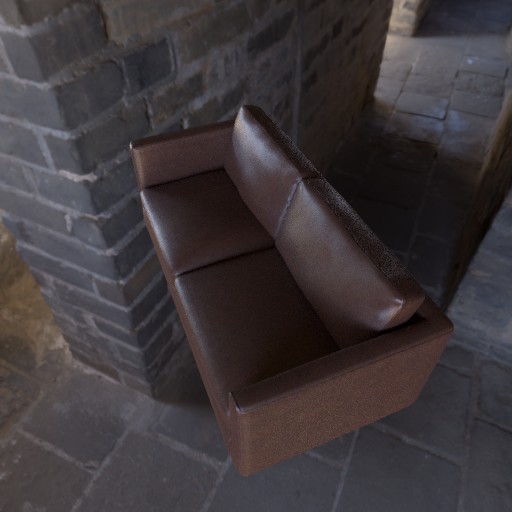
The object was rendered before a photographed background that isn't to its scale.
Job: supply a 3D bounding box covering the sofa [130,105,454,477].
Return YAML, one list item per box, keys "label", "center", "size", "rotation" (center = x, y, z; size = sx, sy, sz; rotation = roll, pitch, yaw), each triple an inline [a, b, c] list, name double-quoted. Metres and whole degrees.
- label: "sofa"
  center: [0.000, 0.000, 2.407]
  size: [0.951, 0.933, 1.883]
  rotation: [-16, 48, -16]
